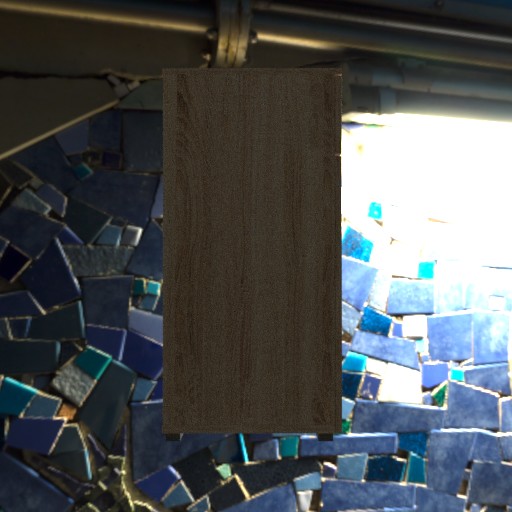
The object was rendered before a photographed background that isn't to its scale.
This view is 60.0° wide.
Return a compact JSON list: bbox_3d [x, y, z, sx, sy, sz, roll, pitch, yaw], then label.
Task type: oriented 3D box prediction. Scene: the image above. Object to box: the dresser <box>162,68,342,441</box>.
[{"bbox_3d":[0.000,0.000,1.615,0.450,0.900,1.100,0,0,0],"label":"dresser"}]
